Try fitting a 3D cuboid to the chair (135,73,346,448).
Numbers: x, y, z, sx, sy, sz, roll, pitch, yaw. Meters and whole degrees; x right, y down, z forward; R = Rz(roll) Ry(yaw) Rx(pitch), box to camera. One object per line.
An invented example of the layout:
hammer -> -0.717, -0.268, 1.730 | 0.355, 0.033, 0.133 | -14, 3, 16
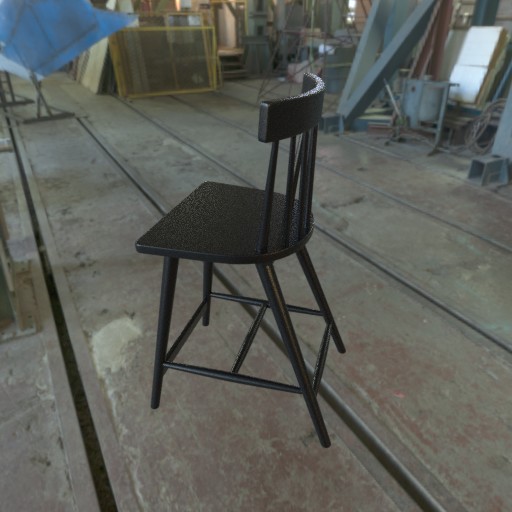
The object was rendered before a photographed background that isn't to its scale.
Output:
chair -> 0.000, 0.000, 1.299 | 0.572, 0.952, 0.483 | 8, 30, 14
